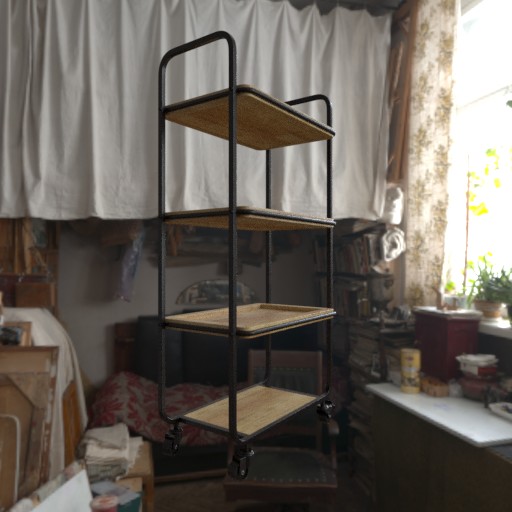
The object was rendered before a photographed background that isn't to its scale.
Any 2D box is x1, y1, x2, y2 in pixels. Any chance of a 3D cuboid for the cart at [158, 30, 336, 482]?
[{"bbox_3d":[0.000,0.000,1.329,0.321,1.080,0.545,0,0,36],"label":"cart"}]
